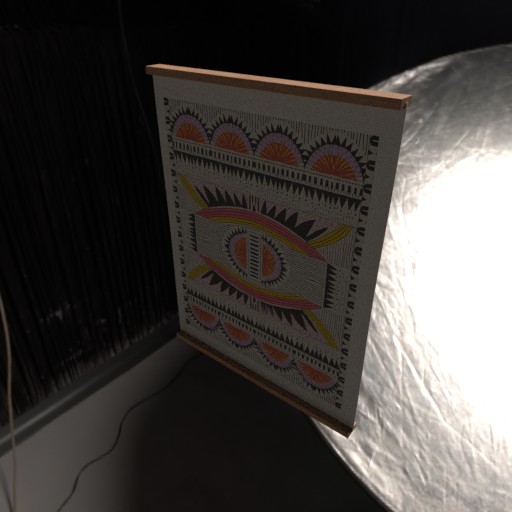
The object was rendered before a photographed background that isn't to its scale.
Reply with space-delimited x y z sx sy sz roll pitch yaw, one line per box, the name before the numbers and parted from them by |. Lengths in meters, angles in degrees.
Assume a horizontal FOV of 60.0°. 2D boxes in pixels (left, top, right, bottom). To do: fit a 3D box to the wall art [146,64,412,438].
wall art | 0.000 0.000 0.700 0.403 0.527 0.028 22 37 32
